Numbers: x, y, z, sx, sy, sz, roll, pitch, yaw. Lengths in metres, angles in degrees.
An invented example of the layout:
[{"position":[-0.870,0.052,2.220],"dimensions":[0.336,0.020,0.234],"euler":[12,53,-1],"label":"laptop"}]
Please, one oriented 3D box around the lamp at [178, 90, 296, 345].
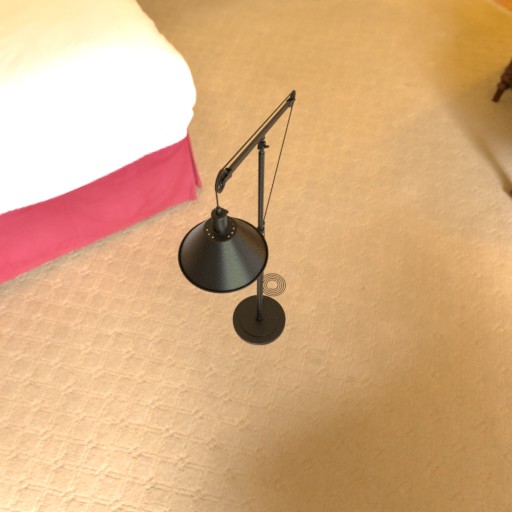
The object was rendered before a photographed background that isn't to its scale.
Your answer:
[{"position":[0.000,0.000,1.974],"dimensions":[0.319,1.626,0.904],"euler":[17,59,10],"label":"lamp"}]
